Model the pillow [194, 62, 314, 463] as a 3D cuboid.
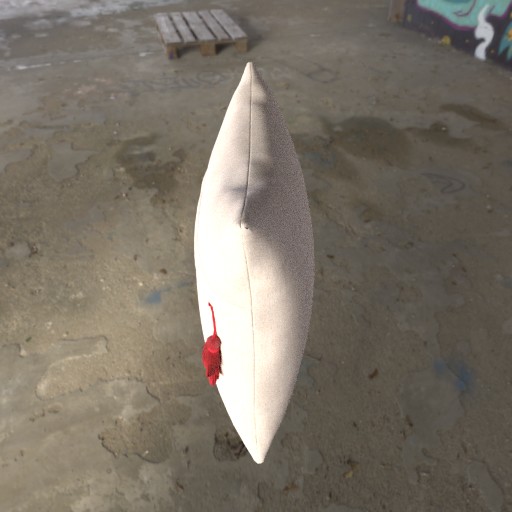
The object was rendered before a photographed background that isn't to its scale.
[{"bbox_3d":[0.000,0.000,0.673,0.173,0.436,0.433,0,41,0],"label":"pillow"}]
